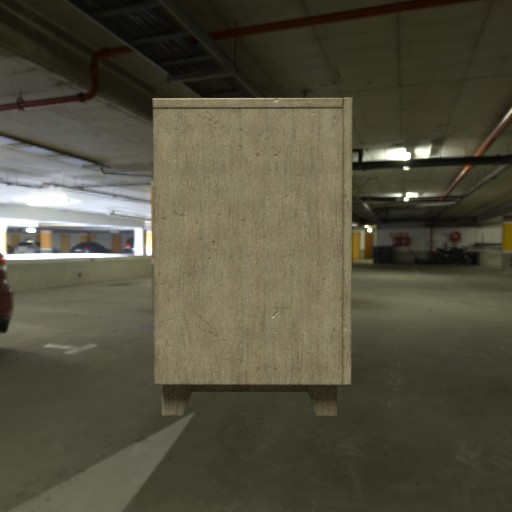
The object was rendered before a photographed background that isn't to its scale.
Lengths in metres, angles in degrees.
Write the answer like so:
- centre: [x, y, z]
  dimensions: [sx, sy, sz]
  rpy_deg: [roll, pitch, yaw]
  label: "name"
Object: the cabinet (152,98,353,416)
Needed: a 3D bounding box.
- centre: [0.000, 0.000, 1.853]
  dimensions: [0.511, 0.825, 1.460]
  rpy_deg: [0, 1, 0]
  label: "cabinet"
